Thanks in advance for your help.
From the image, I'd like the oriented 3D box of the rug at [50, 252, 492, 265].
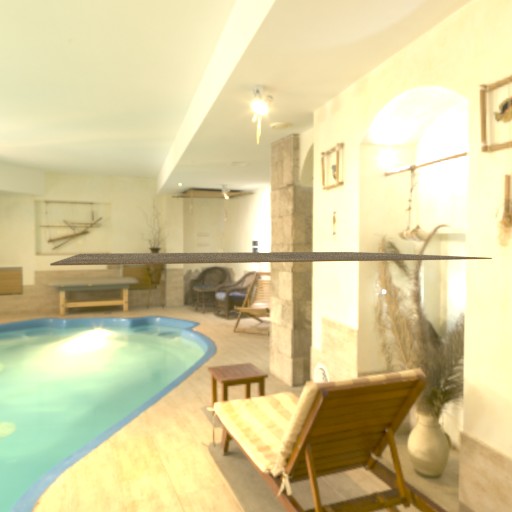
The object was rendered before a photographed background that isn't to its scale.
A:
[{"bbox_3d":[0.000,0.000,2.870,2.235,0.008,1.600,-1,2,-18],"label":"rug"}]
